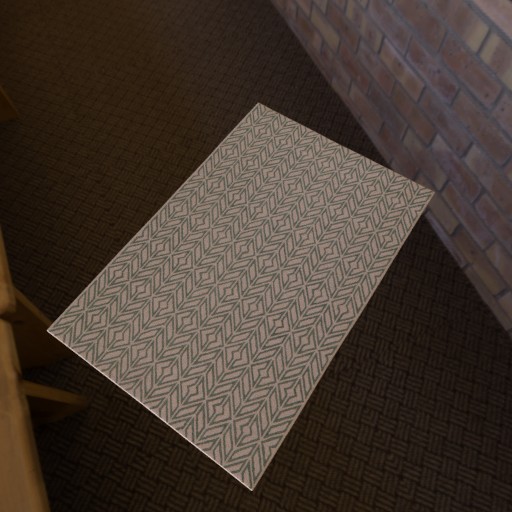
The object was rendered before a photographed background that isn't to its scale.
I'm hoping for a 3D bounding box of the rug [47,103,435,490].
[{"bbox_3d":[0.000,0.000,2.345,1.220,0.007,1.828,32,67,15],"label":"rug"}]
